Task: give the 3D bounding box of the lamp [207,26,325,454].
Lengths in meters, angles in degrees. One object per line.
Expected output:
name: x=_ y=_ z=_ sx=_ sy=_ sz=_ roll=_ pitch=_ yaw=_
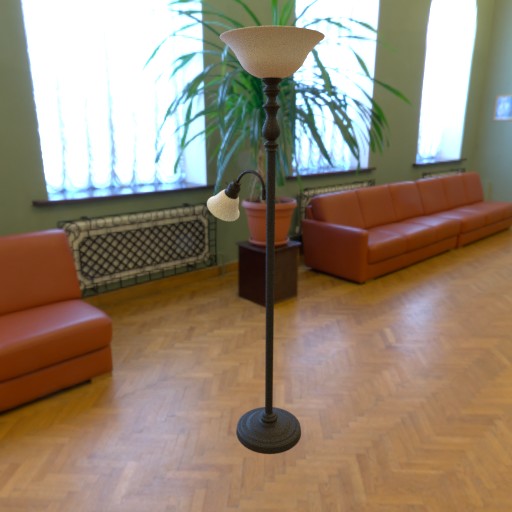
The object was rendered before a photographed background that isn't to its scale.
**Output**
lamp: x=0.000 y=0.000 z=2.022 sx=0.405 sy=1.793 sz=0.588 roll=-14 pitch=21 yaw=-41
